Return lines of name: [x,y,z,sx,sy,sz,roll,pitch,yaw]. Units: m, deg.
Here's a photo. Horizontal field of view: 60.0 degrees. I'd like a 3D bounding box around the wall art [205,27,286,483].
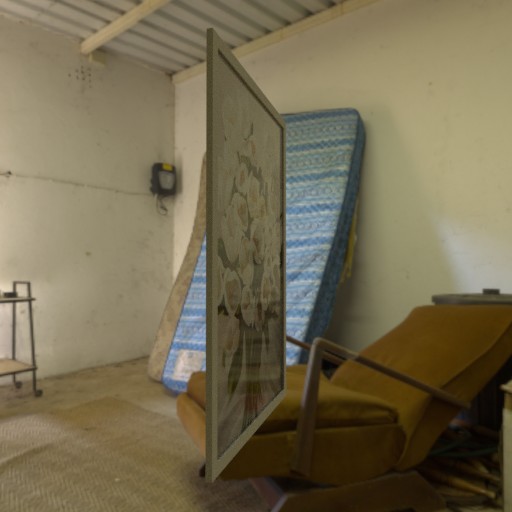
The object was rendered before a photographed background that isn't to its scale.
wall art: [0.000,0.000,1.256,0.015,0.965,0.660,0,-1,18]
